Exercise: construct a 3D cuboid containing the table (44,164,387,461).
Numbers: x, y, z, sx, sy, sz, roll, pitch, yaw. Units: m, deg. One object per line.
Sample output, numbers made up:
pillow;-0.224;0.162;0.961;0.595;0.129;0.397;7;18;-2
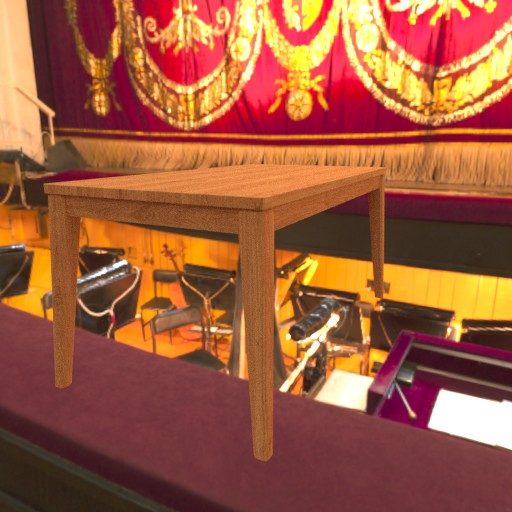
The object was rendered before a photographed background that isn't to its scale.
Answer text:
table;0.000;0.000;2.075;0.900;0.760;1.600;7;16;26
